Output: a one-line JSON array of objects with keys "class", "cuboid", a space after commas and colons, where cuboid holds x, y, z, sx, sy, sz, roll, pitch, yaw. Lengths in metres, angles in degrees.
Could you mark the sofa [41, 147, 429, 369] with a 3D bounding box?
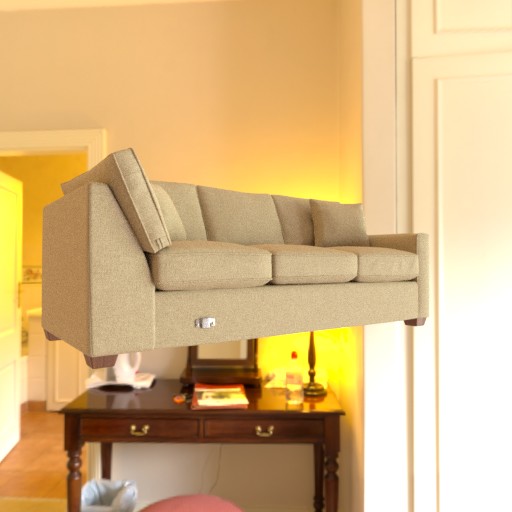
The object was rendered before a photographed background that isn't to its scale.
[{"class": "sofa", "cuboid": [0.000, 0.000, 2.814, 2.317, 0.962, 1.061, 1, -1, -35]}]
